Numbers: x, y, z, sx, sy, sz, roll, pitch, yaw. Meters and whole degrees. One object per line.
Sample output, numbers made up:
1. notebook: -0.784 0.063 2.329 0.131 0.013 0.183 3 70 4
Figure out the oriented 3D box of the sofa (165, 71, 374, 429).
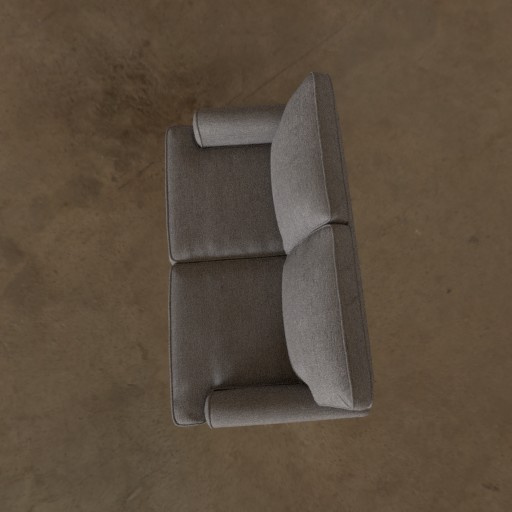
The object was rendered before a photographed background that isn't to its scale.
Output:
1. sofa: 0.000 0.000 2.309 0.965 0.965 1.651 -4 75 -1
